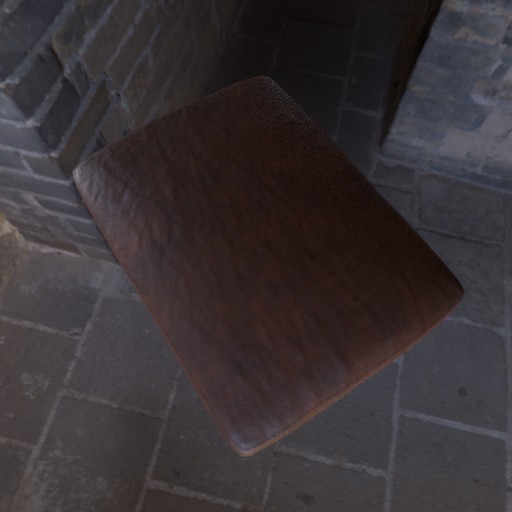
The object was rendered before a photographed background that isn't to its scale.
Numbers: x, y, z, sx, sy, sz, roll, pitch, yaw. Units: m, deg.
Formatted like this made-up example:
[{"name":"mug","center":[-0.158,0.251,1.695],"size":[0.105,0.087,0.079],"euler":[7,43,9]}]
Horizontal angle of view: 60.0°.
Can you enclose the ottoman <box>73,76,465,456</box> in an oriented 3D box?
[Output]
[{"name":"ottoman","center":[0.000,0.000,1.264],"size":[0.659,0.527,0.887],"euler":[-31,69,-14]}]
